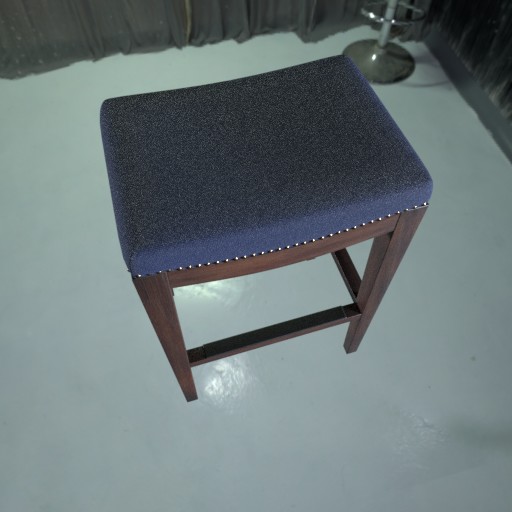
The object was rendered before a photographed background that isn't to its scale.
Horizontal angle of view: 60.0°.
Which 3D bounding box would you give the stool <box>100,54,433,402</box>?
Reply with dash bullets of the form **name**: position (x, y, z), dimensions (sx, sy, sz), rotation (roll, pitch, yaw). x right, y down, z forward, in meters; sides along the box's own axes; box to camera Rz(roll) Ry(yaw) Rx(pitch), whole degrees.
- **stool**: position (0.000, 0.000, 1.026), dimensions (0.498, 0.740, 0.358), rotation (-14, 59, -9)
